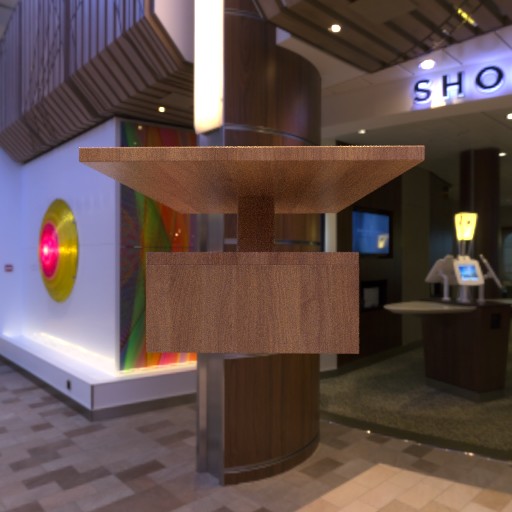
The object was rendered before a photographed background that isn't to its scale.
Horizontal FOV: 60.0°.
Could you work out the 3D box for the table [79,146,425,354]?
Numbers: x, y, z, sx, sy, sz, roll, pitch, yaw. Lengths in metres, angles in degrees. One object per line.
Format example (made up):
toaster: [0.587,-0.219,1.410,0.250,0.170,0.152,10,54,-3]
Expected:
table: [0.000,0.000,1.446,0.700,0.442,1.100,0,0,1]
